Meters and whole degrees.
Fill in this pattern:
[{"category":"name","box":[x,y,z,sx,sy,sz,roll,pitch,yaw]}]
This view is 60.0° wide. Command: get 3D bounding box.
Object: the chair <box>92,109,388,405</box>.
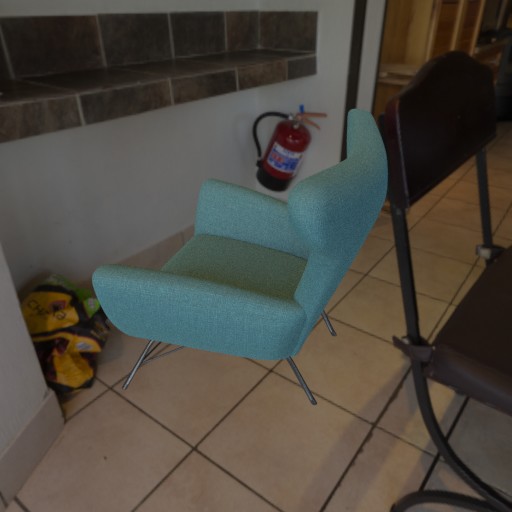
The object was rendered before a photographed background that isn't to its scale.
[{"category":"chair","box":[0.000,0.000,1.733,0.900,0.980,1.050,9,31,16]}]
